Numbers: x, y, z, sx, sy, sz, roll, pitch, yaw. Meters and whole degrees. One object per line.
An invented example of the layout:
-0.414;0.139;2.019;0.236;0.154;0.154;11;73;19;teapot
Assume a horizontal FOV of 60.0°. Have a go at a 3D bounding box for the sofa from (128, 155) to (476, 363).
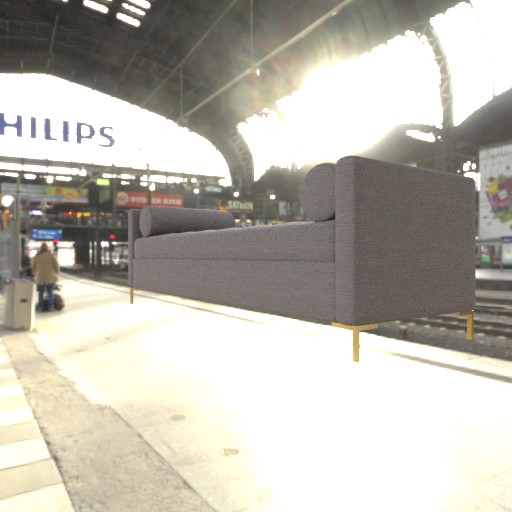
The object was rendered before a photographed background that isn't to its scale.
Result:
0.000;0.000;2.314;0.686;0.635;1.981;0;0;-35;sofa
